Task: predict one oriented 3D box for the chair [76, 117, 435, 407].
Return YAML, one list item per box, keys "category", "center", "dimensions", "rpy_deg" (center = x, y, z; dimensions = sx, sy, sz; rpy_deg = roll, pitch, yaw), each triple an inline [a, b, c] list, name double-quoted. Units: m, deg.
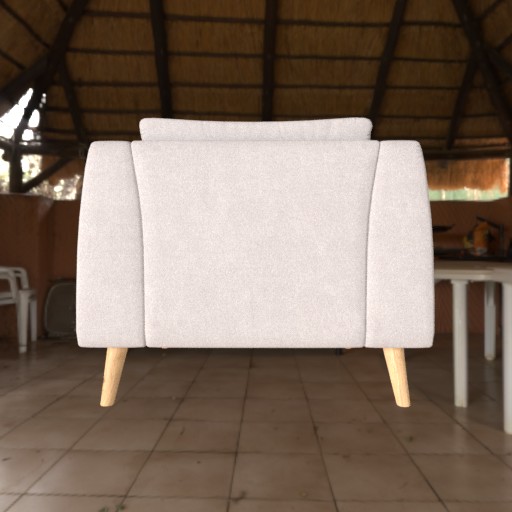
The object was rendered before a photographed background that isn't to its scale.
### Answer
- category: "chair"
  center: [0.000, 0.000, 1.681]
  dimensions: [1.000, 0.860, 0.930]
  rpy_deg: [0, 0, 0]
